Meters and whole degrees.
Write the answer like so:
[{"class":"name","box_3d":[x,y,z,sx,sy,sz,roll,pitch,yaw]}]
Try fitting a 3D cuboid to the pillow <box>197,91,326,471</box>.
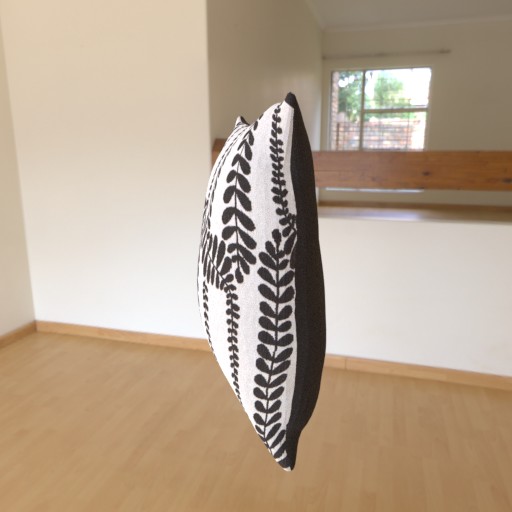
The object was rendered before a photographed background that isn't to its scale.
[{"class":"pillow","box_3d":[0.000,0.000,0.683,0.182,0.441,0.440,-2,14,-8]}]
